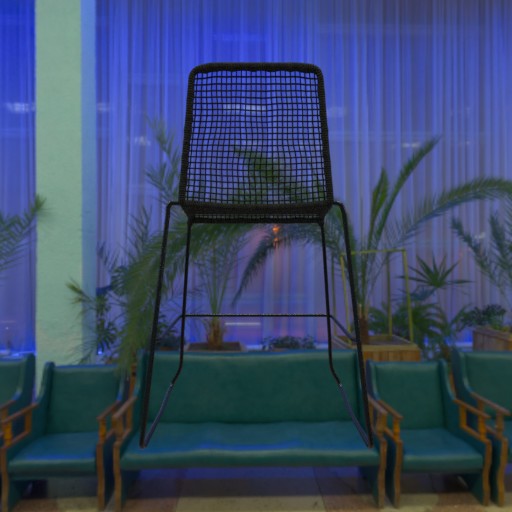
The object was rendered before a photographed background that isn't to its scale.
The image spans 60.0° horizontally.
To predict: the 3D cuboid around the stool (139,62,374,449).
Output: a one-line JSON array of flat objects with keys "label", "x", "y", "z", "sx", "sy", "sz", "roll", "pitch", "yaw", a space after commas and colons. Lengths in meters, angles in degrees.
[{"label": "stool", "x": 0.000, "y": 0.000, "z": 1.265, "sx": 0.590, "sy": 0.905, "sz": 0.509, "roll": 0, "pitch": 0, "yaw": 0}]
